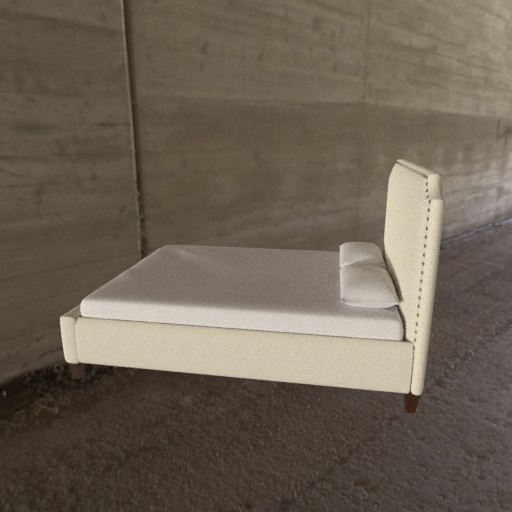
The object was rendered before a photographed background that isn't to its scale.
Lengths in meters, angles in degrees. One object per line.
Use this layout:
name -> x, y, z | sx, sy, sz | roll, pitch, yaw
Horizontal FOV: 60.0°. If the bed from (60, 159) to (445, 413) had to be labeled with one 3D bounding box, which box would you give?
bed -> 0.000, 0.000, 3.473 | 2.372, 1.443, 1.712 | 3, 16, 10
